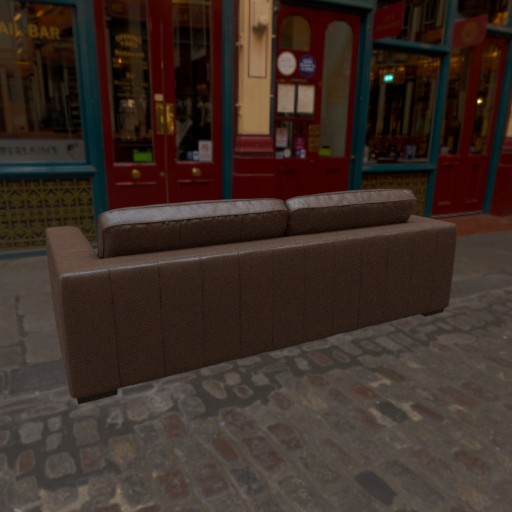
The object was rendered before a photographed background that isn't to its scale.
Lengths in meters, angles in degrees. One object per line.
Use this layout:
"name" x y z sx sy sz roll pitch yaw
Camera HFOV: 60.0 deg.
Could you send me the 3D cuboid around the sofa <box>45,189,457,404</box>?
"sofa" 0.000 0.000 2.683 2.262 0.801 1.070 -8 17 -27
